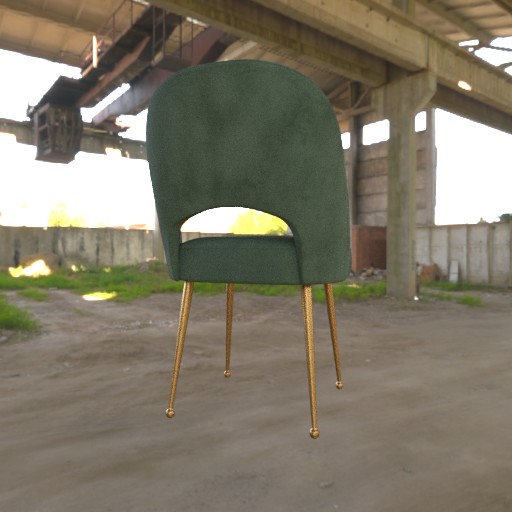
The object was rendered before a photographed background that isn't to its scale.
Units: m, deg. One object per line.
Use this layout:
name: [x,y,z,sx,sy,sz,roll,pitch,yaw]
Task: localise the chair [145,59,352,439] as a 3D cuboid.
chair: [0.000,0.000,1.248,0.527,0.860,0.577,0,1,19]
